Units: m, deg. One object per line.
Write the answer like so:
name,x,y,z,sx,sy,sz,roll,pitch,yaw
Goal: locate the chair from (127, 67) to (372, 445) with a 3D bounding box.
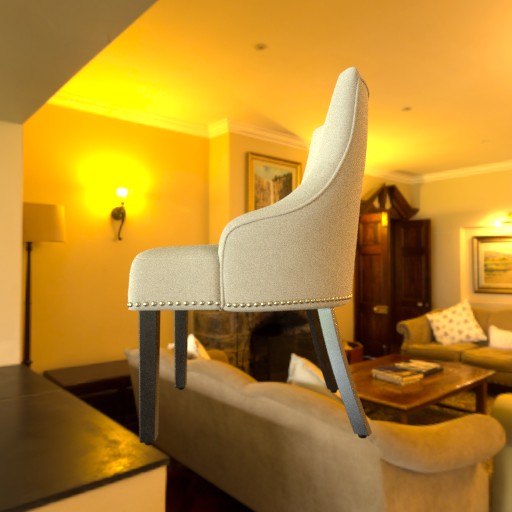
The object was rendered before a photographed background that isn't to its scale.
chair,0.000,0.000,1.304,0.629,0.909,0.566,0,-1,0
